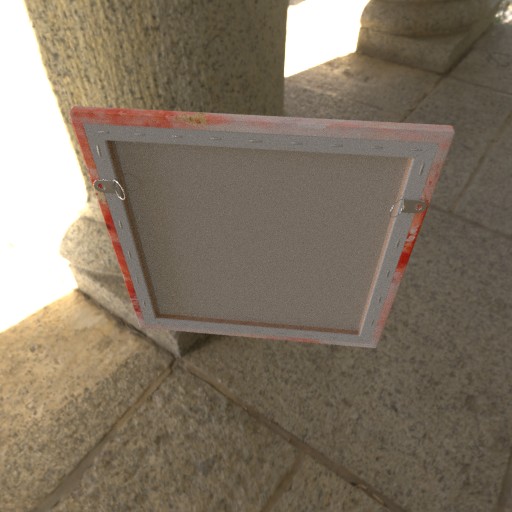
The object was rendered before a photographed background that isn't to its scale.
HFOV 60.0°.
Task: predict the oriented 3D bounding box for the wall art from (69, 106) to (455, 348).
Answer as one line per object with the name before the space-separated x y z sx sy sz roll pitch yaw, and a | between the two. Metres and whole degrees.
wall art | 0.000 0.000 1.317 0.878 0.878 0.066 4 47 4
